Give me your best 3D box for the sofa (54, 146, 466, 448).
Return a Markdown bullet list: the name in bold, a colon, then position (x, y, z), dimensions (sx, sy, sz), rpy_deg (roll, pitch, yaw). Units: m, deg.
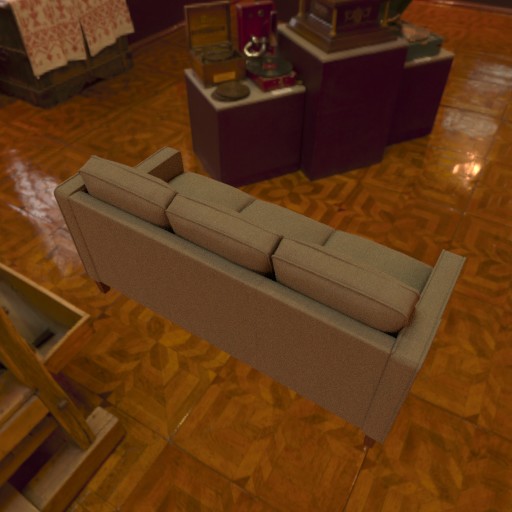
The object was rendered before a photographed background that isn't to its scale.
- **sofa**: position (0.000, 0.000, 2.474), dimensions (1.986, 0.974, 0.911), rpy_deg (24, 50, 23)
